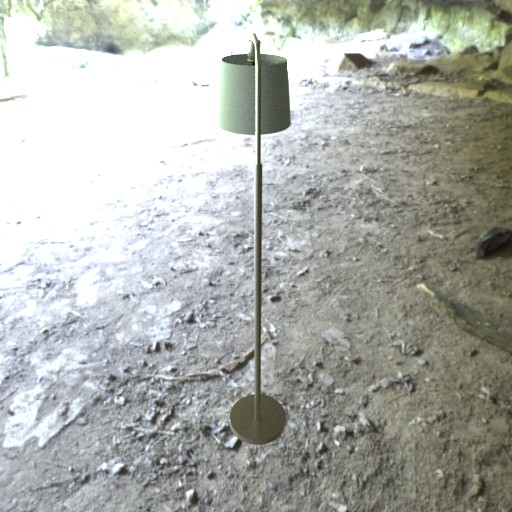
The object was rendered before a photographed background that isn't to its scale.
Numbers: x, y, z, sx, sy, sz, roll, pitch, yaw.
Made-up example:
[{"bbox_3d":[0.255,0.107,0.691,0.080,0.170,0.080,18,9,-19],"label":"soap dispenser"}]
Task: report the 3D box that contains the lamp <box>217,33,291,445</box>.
[{"bbox_3d":[0.000,0.000,1.655,0.254,1.478,0.508,-1,30,-3],"label":"lamp"}]
